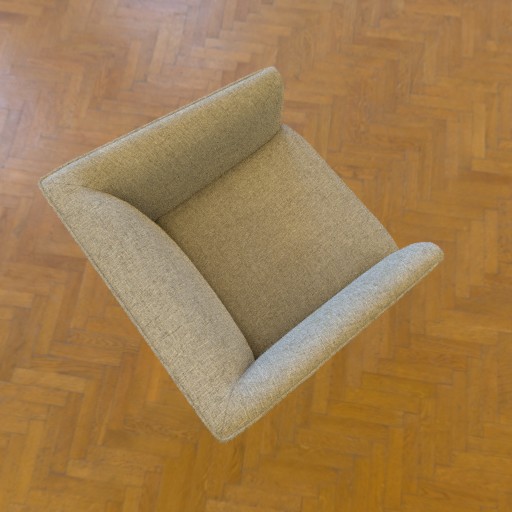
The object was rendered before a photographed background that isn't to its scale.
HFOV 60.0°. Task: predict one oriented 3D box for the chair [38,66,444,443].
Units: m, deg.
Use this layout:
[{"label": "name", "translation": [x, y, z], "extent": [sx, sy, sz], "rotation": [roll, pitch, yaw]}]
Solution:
[{"label": "chair", "translation": [0.000, 0.000, 1.209], "extent": [0.623, 0.760, 0.628], "rotation": [-37, 78, -9]}]
